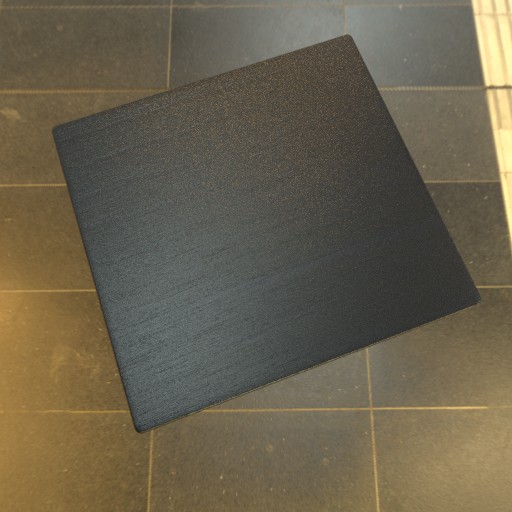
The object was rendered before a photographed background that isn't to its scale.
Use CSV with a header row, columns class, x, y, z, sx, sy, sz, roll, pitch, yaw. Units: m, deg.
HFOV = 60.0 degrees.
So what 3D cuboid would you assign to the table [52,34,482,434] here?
class,x,y,z,sx,sy,sz,roll,pitch,yaw
table,0.000,0.000,0.958,0.533,0.567,0.500,-20,76,-5
